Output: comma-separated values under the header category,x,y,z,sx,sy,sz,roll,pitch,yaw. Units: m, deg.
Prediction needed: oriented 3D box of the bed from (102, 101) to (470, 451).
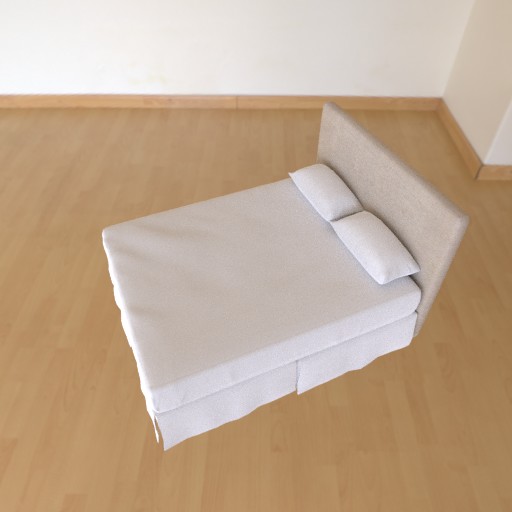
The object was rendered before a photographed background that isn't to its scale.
category,x,y,z,sx,sy,sz,roll,pitch,yaw
bed,0.000,0.000,3.339,2.162,1.330,1.713,-17,48,-16
